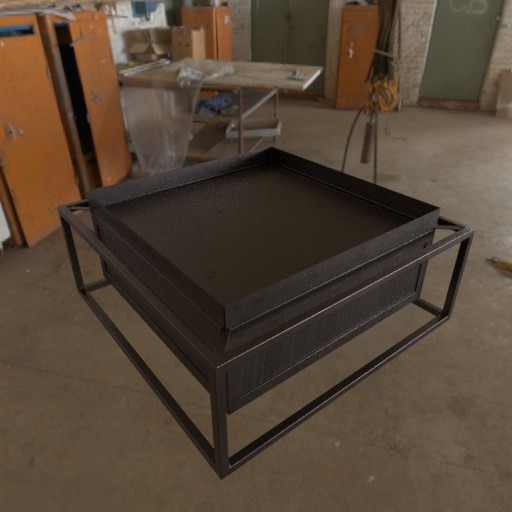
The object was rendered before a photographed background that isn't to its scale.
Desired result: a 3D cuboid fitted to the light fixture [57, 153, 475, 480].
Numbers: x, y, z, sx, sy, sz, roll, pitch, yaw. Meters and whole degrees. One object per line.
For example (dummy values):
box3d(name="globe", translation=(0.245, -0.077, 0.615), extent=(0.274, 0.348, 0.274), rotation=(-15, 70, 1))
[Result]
box3d(name="light fixture", translation=(0.000, 0.000, 0.690), extent=(0.441, 0.191, 0.441), rotation=(-22, 37, -32))
